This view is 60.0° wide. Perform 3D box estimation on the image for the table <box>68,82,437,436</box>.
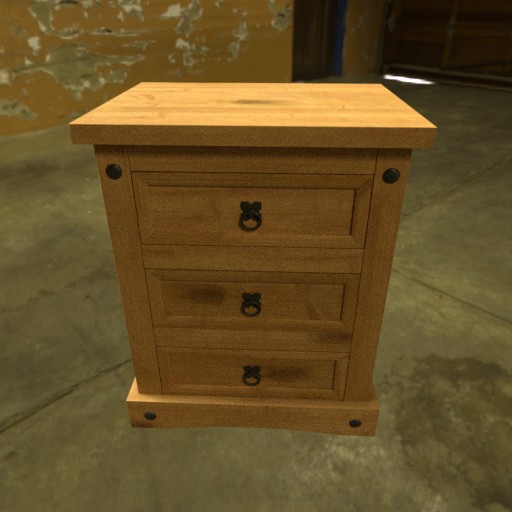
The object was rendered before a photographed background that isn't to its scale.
[{"bbox_3d":[0.000,0.000,1.205,0.660,0.813,0.500,1,30,2],"label":"table"}]
